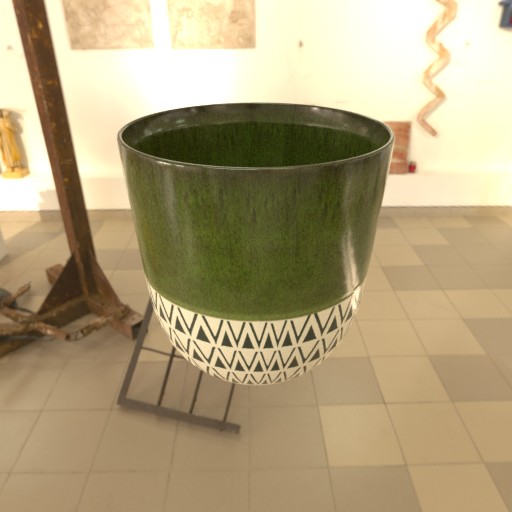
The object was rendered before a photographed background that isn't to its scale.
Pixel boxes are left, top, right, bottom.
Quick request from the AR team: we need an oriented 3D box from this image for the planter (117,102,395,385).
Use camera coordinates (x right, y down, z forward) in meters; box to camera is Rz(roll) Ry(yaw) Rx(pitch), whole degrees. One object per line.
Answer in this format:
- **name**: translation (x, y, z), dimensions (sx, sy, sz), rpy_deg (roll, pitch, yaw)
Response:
- **planter**: translation (0.000, 0.000, 0.469), dimensions (0.245, 0.270, 0.245), rpy_deg (0, 29, 0)
